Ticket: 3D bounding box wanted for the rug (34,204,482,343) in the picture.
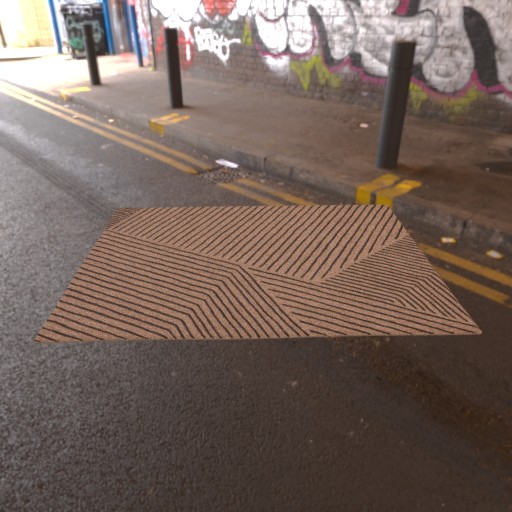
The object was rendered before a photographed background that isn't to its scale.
[{"bbox_3d":[0.000,0.000,3.201,2.449,0.028,1.829,-1,29,-2],"label":"rug"}]
